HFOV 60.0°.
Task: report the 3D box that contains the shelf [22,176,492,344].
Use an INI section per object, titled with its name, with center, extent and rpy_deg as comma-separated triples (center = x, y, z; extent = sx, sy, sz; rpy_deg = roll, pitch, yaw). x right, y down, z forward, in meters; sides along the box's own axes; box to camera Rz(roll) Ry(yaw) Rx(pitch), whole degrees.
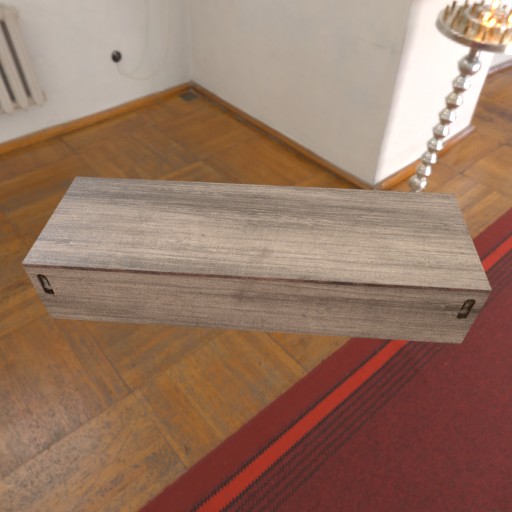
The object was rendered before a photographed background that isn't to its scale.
[shelf]
center = 0.000, 0.000, 0.687
extent = 0.610, 0.125, 0.200
rpy_deg = 3, 45, 3
